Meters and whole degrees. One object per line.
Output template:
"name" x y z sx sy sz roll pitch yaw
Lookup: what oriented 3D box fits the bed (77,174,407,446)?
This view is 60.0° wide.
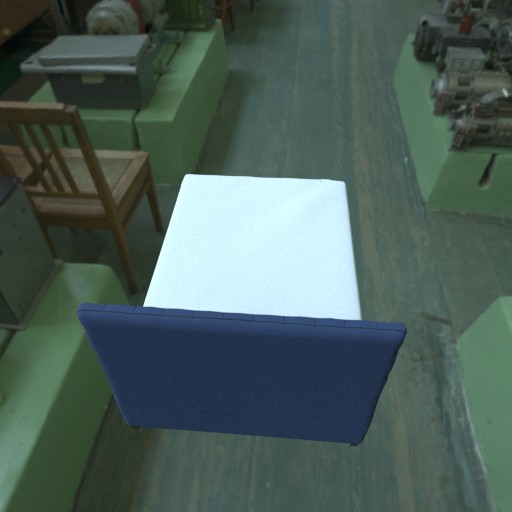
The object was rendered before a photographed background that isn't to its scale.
"bed" 0.000 0.000 3.543 1.706 1.427 2.387 3 46 3
